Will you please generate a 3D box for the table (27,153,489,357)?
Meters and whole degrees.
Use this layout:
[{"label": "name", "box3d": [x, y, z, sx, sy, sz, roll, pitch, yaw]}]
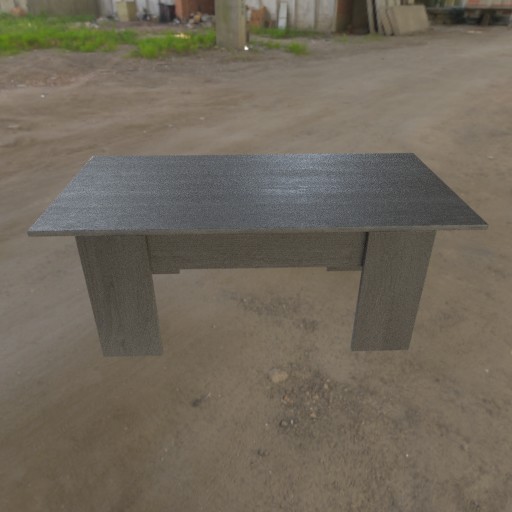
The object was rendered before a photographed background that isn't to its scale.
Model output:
[{"label": "table", "box3d": [0.000, 0.000, 1.409, 1.000, 0.570, 0.711, -1, 31, -2]}]
